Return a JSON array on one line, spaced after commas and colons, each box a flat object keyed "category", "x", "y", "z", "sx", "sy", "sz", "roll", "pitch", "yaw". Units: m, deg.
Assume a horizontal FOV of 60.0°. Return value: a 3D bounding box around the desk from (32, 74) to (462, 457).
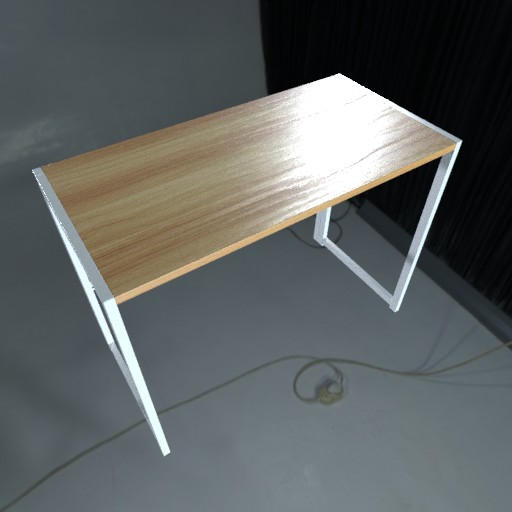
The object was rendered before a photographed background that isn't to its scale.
[{"category": "desk", "x": 0.000, "y": 0.000, "z": 1.431, "sx": 1.016, "sy": 0.762, "sz": 0.508, "roll": -25, "pitch": 51, "yaw": -23}]
